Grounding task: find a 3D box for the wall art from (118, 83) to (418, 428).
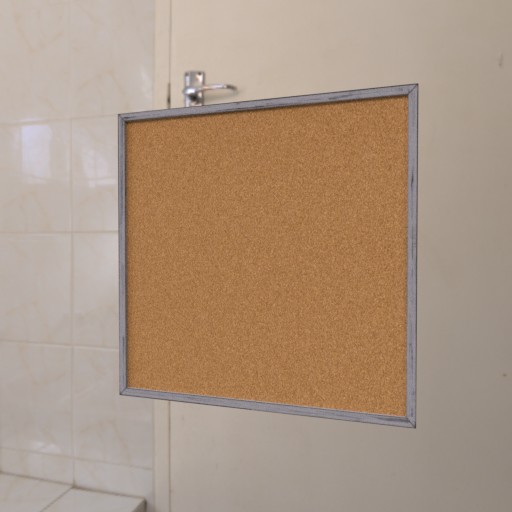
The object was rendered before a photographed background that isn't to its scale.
[{"bbox_3d":[0.000,0.000,0.741,0.506,0.506,0.038,0,1,17],"label":"wall art"}]
